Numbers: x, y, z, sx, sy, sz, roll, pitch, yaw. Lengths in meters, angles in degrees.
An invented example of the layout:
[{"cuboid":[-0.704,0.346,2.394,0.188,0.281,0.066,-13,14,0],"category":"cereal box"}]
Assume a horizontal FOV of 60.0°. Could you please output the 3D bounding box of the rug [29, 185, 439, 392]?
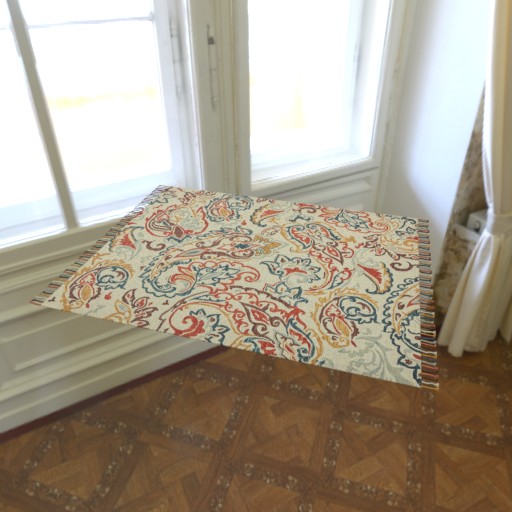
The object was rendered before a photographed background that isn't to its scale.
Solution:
[{"cuboid":[0.000,0.000,4.324,3.274,0.015,2.439,9,35,13],"category":"rug"}]
